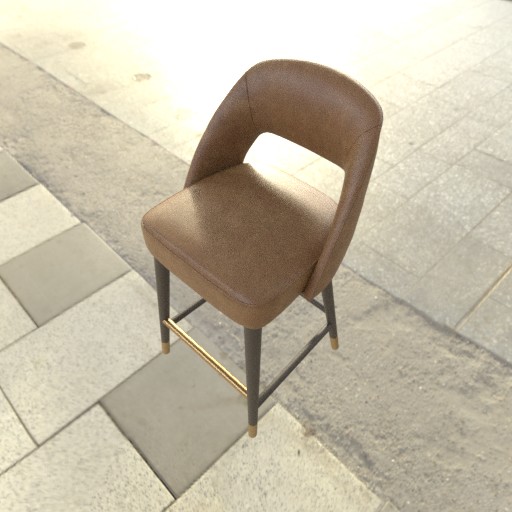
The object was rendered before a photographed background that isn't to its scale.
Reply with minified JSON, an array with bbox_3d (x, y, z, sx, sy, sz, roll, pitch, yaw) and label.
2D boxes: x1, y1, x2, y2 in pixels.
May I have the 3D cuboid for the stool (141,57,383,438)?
[{"bbox_3d":[0.000,0.000,1.265,0.494,0.940,0.509,35,56,28],"label":"stool"}]
